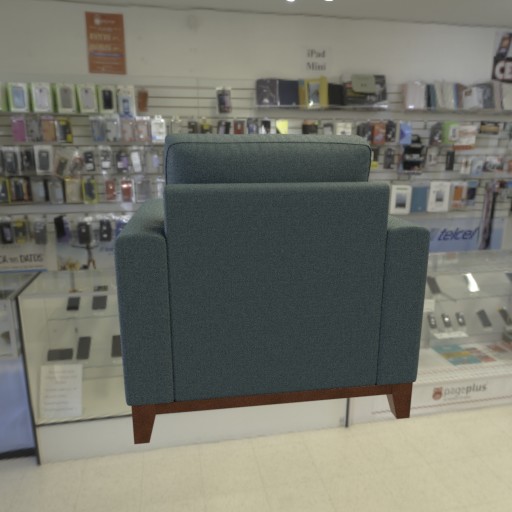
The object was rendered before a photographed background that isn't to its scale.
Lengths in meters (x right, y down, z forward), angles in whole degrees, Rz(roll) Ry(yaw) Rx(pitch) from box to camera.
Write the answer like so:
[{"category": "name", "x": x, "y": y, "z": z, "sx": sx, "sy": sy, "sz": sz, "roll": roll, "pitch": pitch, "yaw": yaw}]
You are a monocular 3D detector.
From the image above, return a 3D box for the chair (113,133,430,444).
[{"category": "chair", "x": 0.000, "y": 0.000, "z": 1.929, "sx": 1.024, "sy": 1.010, "sz": 1.038, "roll": -2, "pitch": 14, "yaw": -8}]
